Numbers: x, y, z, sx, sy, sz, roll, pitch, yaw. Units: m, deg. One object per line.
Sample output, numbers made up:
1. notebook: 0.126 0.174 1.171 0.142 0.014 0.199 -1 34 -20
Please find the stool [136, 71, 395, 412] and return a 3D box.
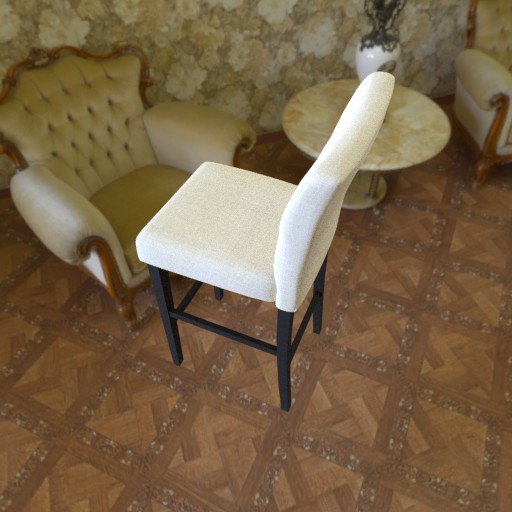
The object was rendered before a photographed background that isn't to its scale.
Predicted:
1. stool: 0.000 0.000 1.460 0.603 1.124 0.516 17 48 16
